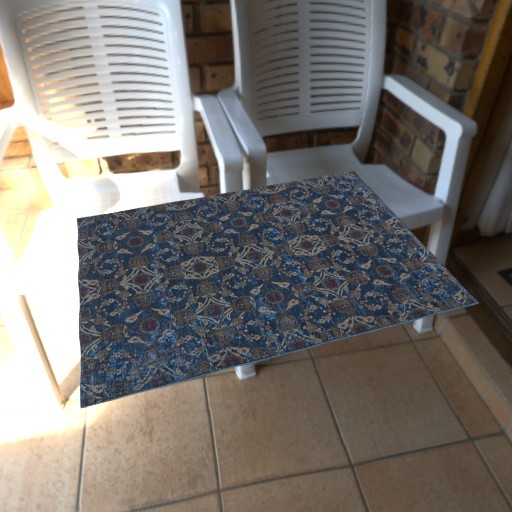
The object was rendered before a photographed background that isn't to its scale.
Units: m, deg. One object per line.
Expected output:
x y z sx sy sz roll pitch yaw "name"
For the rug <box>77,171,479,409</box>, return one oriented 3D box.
0.000 0.000 2.868 2.207 0.014 1.567 -12 42 -13 "rug"
